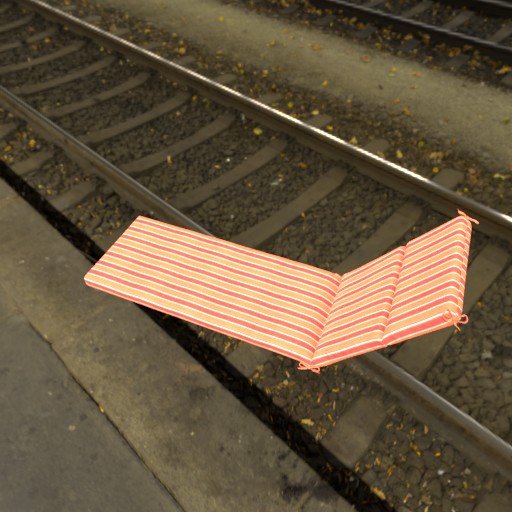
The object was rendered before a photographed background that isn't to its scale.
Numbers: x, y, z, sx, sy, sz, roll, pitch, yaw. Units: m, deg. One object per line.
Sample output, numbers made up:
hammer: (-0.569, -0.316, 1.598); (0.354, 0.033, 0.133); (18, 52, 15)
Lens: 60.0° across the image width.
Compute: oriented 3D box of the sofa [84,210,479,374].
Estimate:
sofa: (0.000, 0.000, 1.975); (1.663, 0.622, 0.582); (17, 49, 15)
